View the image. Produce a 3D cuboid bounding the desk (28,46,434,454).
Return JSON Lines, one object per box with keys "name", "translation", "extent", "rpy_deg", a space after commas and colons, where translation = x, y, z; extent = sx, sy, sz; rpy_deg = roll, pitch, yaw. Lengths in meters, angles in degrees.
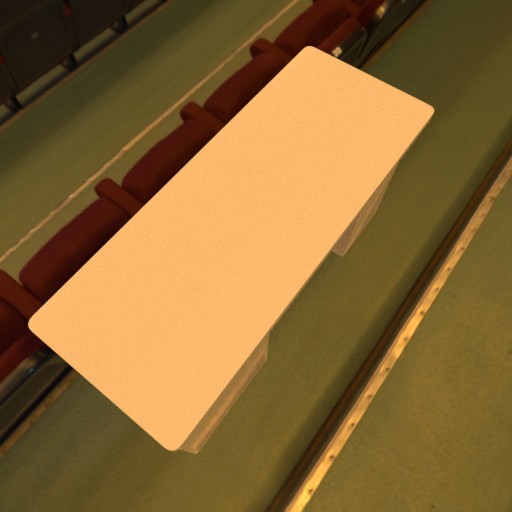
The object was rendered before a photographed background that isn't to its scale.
{"name": "desk", "translation": [0.000, 0.000, 1.737], "extent": [0.550, 0.762, 1.400], "rpy_deg": [34, 69, 15]}
